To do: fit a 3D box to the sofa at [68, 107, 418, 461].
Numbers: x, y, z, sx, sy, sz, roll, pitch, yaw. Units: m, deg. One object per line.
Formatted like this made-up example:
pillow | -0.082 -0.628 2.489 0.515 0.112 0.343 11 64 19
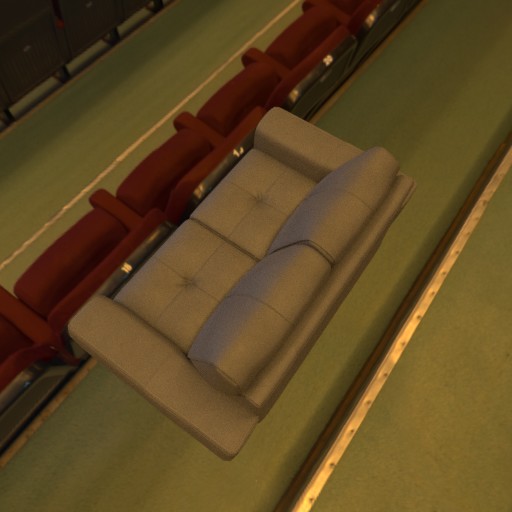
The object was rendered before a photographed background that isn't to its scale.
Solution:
sofa | 0.000 0.000 2.381 1.018 0.907 1.806 33 68 15
